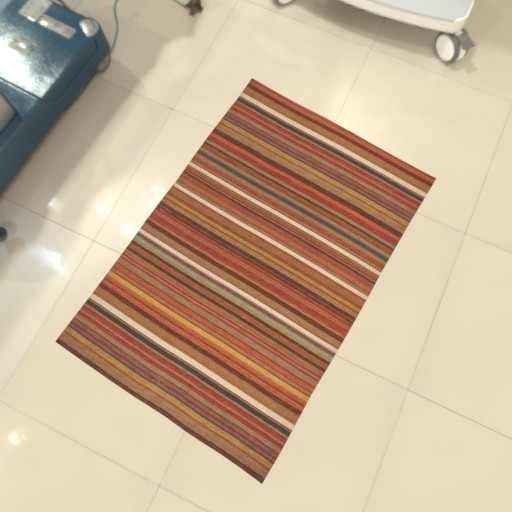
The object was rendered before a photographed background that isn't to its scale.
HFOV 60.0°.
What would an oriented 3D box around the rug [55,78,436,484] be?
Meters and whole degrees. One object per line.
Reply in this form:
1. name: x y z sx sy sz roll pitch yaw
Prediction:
1. rug: 0.000 0.000 2.334 1.217 0.007 1.828 31 77 8
